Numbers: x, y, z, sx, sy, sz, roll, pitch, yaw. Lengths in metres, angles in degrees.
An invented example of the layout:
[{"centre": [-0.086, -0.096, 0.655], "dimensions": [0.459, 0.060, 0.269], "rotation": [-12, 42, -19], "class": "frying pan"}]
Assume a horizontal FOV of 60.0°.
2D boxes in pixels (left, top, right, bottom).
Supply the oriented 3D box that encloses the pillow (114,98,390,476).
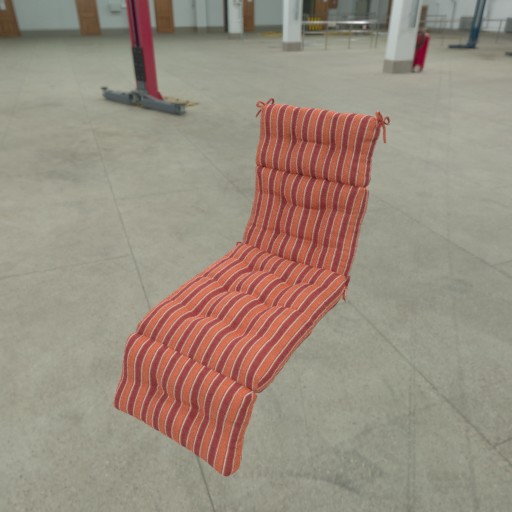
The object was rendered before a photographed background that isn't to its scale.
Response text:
[{"centre": [0.000, 0.000, 1.515], "dimensions": [0.526, 0.863, 1.016], "rotation": [18, 34, 28], "class": "pillow"}]
